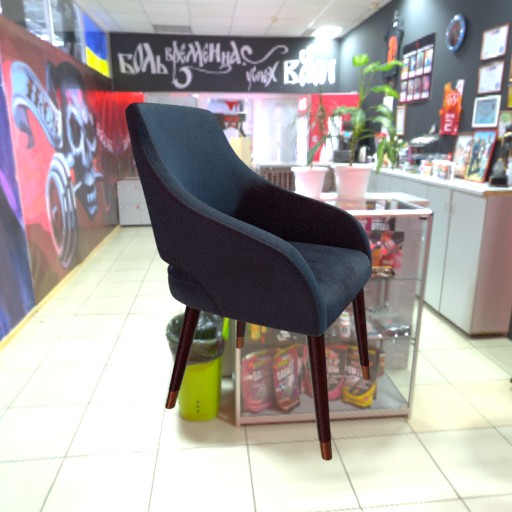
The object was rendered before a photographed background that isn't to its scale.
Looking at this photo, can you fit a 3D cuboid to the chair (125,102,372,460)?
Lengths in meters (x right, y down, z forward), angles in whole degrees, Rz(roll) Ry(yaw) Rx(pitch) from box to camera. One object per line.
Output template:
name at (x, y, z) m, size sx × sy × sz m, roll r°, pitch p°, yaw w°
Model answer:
chair at (0.000, 0.000, 1.633) m, size 0.794 × 1.081 × 0.683 m, roll 8°, pitch 17°, yaw 26°
